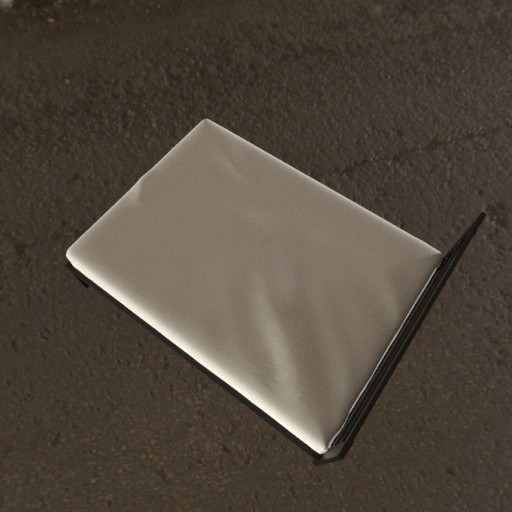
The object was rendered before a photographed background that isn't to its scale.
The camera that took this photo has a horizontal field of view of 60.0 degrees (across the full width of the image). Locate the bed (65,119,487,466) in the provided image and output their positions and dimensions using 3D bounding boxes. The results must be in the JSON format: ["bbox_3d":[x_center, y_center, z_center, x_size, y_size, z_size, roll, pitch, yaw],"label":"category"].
[{"bbox_3d":[0.000,0.000,2.863,2.062,0.967,1.524,33,68,15],"label":"bed"}]
